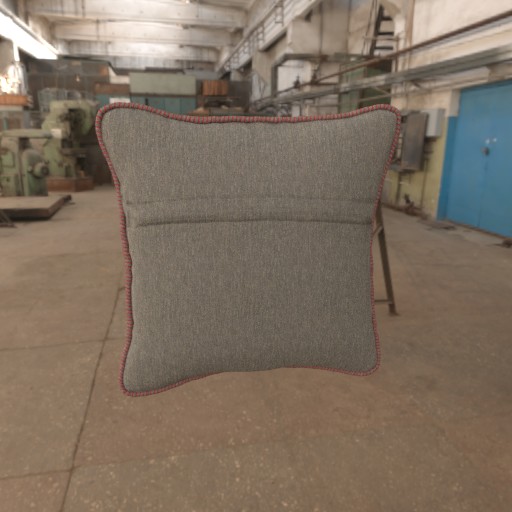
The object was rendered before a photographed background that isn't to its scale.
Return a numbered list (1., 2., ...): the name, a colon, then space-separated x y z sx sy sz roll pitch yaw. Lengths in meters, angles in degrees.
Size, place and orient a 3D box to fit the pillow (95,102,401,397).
1. pillow: 0.000 0.000 0.748 0.482 0.491 0.124 -2 15 -9
